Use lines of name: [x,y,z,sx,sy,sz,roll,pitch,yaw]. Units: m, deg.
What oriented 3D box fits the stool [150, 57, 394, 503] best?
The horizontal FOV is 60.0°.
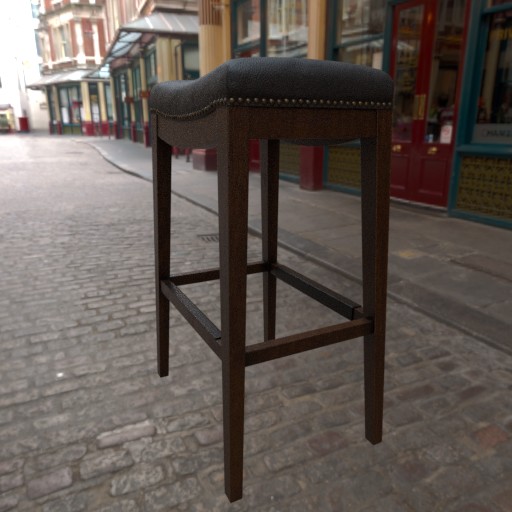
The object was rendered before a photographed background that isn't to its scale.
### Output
stool: [0.000,0.000,0.993,0.361,0.765,0.500,-8,18,-26]
